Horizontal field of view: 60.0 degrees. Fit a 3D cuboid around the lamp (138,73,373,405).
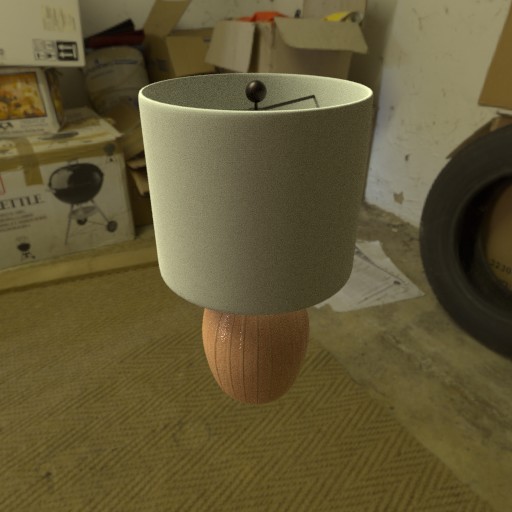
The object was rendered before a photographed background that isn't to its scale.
[{"bbox_3d":[0.000,0.000,0.766,0.329,0.570,0.329,0,29,0],"label":"lamp"}]
